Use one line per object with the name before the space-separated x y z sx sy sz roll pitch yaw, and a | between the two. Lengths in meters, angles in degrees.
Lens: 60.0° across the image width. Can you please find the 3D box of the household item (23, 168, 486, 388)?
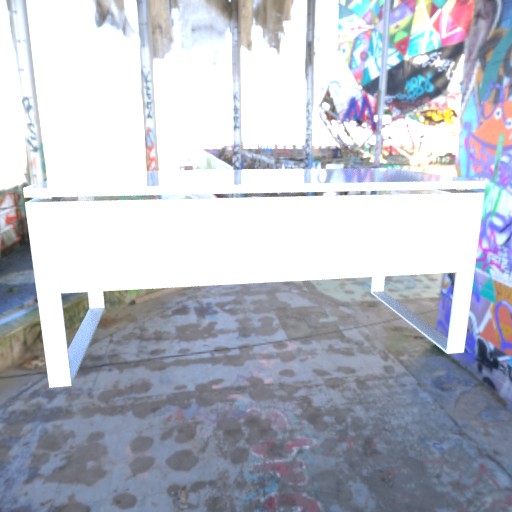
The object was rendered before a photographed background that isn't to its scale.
household item | 0.000 0.000 2.080 1.700 0.745 0.800 -2 15 -9
